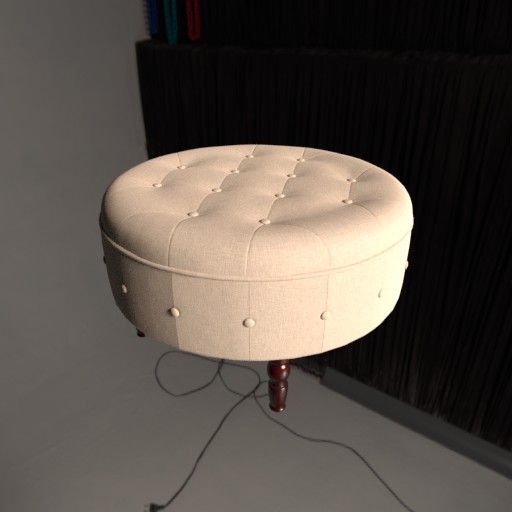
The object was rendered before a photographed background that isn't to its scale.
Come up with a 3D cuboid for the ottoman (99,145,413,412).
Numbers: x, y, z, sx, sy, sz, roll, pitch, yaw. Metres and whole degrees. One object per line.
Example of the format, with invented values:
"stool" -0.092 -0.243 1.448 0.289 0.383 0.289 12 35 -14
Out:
"ottoman" 0.000 0.000 1.330 0.848 0.494 0.848 0 28 0
